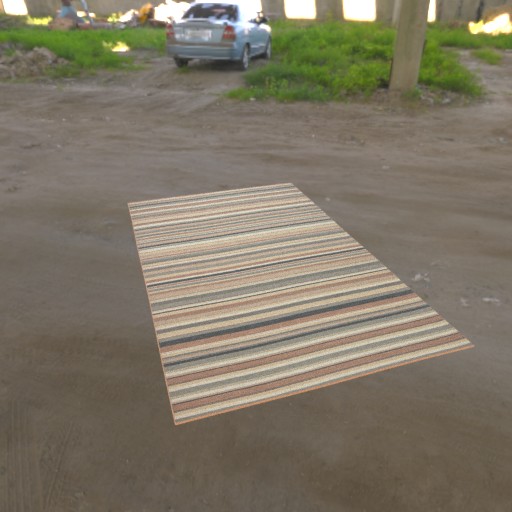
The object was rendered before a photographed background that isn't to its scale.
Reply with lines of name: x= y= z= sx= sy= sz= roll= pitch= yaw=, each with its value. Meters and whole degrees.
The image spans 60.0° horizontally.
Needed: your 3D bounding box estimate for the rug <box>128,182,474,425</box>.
rug: x=0.000 y=0.000 z=3.041 sx=1.523 sy=0.014 sz=2.438 roll=-10 pitch=31 yaw=-16
